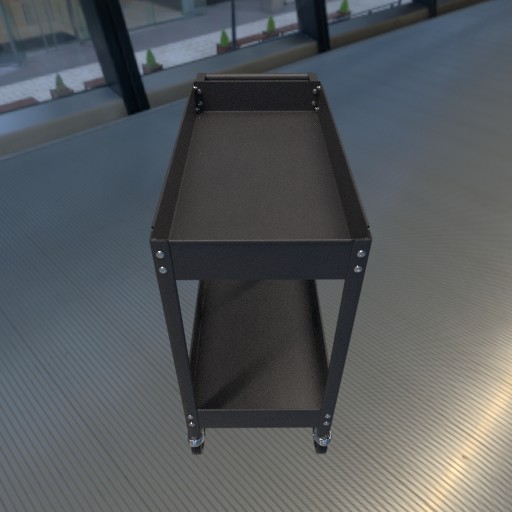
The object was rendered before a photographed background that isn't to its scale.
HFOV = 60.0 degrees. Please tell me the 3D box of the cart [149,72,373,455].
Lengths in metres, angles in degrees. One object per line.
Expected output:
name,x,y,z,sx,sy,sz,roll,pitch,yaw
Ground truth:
cart,0.000,0.000,1.182,0.366,0.719,0.779,0,41,0
